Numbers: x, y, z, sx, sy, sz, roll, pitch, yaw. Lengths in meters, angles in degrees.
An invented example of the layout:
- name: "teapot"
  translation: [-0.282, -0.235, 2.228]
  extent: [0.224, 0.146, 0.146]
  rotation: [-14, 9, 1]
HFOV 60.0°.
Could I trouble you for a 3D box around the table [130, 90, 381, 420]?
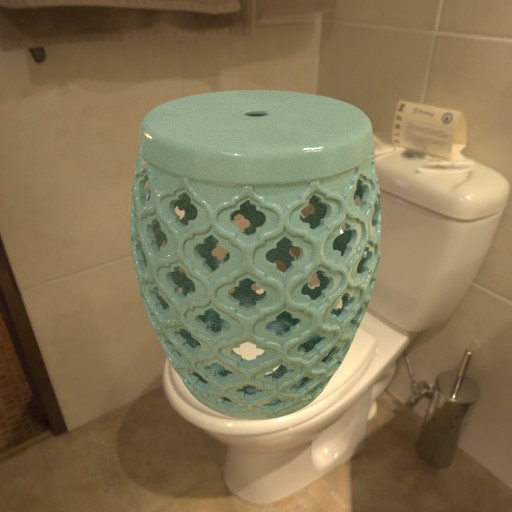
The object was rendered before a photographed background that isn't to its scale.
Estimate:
- name: "table"
  translation: [0.000, 0.000, 0.612]
  extent: [0.325, 0.388, 0.325]
  rotation: [0, 32, 0]
